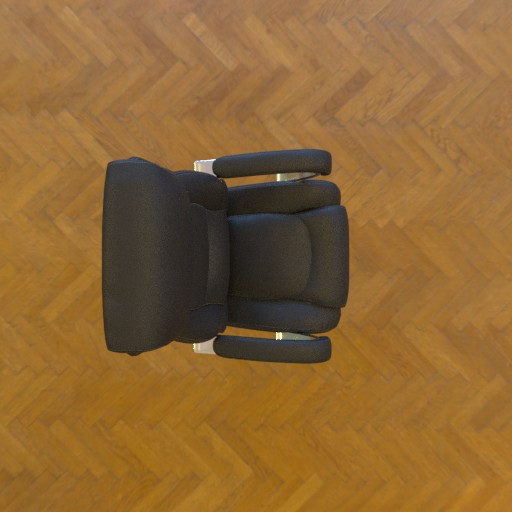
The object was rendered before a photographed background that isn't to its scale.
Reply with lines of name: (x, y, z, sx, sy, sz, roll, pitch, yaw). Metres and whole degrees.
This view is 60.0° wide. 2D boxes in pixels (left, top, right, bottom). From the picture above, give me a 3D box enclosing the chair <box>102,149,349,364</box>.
chair: (0.000, 0.000, 1.674, 0.790, 1.183, 0.755, 0, 90, -1)
